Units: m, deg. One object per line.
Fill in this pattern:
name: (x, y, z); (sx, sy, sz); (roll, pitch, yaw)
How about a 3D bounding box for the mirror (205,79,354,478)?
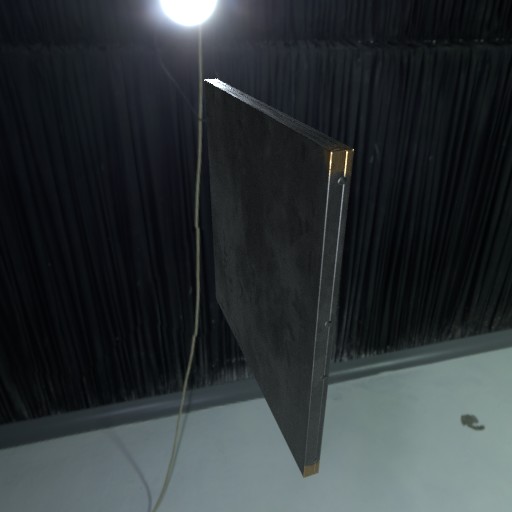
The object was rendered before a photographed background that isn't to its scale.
mirror: (0.000, 0.000, 0.575); (0.020, 0.381, 0.382); (-10, 31, -17)
